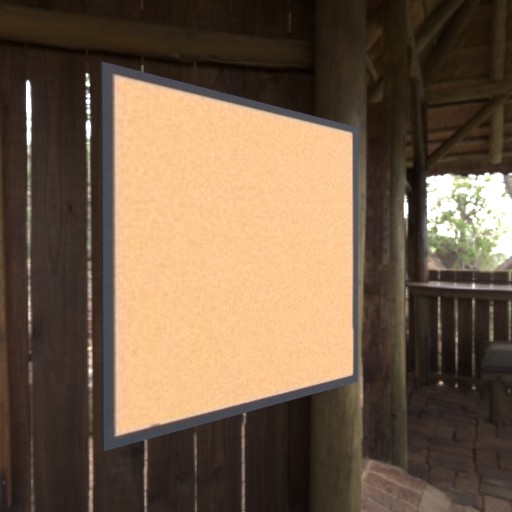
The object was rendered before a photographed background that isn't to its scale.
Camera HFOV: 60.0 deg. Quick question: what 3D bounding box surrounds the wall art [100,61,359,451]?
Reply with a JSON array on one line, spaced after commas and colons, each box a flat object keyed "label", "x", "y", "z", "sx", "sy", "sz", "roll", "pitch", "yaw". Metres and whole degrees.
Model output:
[{"label": "wall art", "x": 0.000, "y": 0.000, "z": 1.192, "sx": 0.823, "sy": 0.823, "sz": 0.013, "roll": 0, "pitch": 1, "yaw": -37}]
